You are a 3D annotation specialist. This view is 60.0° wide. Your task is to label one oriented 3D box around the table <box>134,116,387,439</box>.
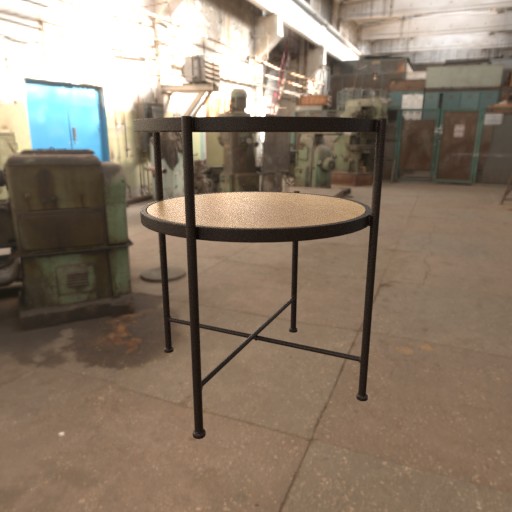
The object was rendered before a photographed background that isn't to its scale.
[{"bbox_3d":[0.000,0.000,1.166,0.629,0.684,0.628,7,17,24],"label":"table"}]
